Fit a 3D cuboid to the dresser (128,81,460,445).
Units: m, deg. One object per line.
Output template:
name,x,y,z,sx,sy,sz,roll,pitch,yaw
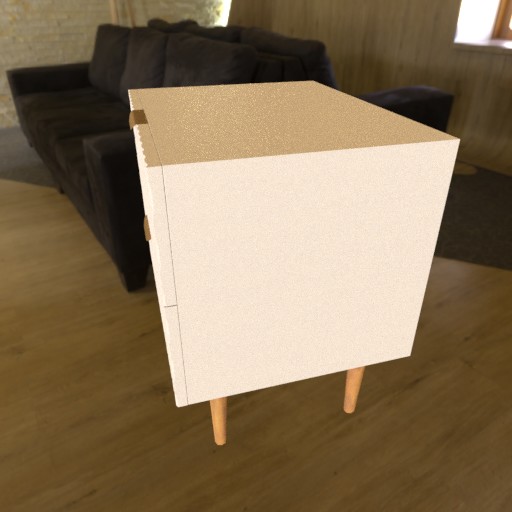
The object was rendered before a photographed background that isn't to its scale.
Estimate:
dresser,0.000,0.000,0.884,0.414,0.568,0.503,-8,31,-14
